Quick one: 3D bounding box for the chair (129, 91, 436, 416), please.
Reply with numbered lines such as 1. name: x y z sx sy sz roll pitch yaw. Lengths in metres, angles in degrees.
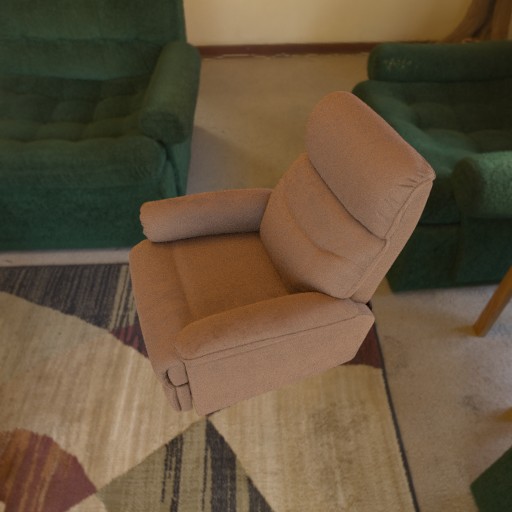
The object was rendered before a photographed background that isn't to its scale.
1. chair: 0.000 0.000 1.776 1.004 1.037 0.820 -14 48 -13
